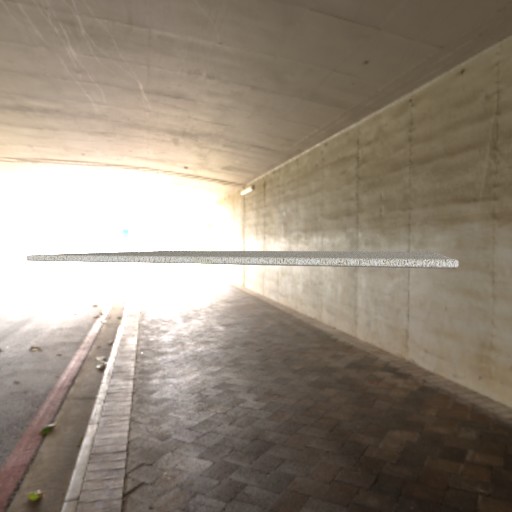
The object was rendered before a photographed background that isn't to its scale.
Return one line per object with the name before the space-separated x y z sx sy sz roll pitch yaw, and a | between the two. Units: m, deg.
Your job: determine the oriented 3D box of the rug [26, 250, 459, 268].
rug | 0.000 0.000 2.276 1.778 0.030 1.219 1 2 18
